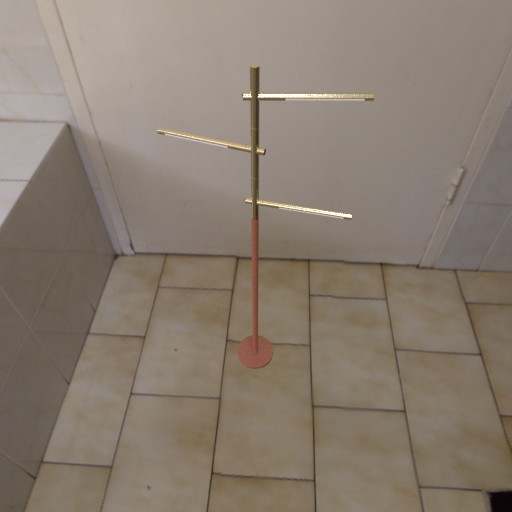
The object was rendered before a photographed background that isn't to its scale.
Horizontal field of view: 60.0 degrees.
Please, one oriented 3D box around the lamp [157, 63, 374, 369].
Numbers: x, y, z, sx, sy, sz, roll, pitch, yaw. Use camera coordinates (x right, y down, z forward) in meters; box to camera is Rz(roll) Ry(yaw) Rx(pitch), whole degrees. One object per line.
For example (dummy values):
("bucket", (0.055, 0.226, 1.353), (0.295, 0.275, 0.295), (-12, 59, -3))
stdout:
("lamp", (0.000, 0.000, 1.953), (0.737, 1.704, 0.209), (4, 48, 4))
